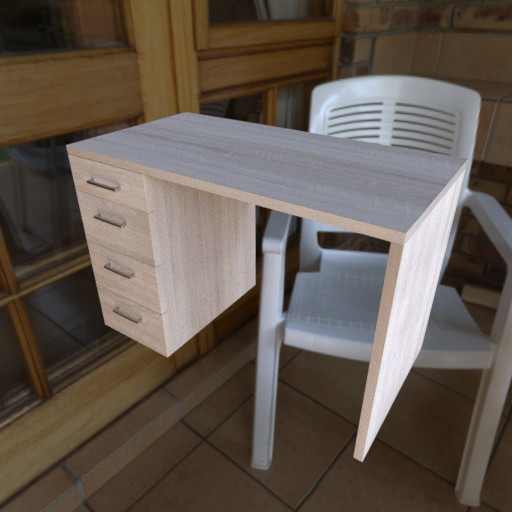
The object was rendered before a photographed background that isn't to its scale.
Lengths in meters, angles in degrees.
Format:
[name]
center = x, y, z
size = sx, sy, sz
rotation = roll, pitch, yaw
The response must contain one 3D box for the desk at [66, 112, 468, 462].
[desk]
center = 0.000, 0.000, 1.538
size = 1.100, 0.731, 0.600
rotation = 19, 35, 29
